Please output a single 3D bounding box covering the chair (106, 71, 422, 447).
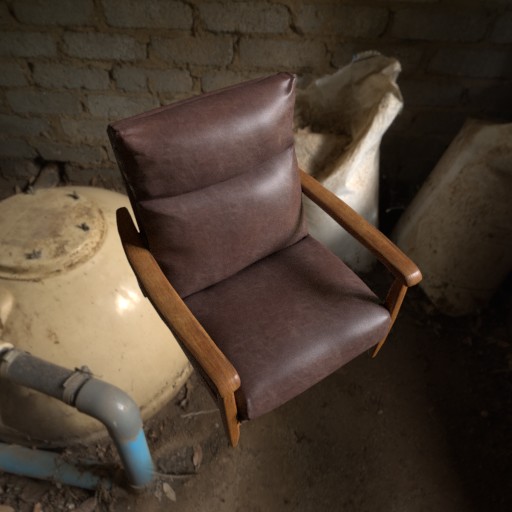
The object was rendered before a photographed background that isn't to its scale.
[{"bbox_3d":[0.000,0.000,1.517,0.782,0.897,0.830,-25,53,-21],"label":"chair"}]
